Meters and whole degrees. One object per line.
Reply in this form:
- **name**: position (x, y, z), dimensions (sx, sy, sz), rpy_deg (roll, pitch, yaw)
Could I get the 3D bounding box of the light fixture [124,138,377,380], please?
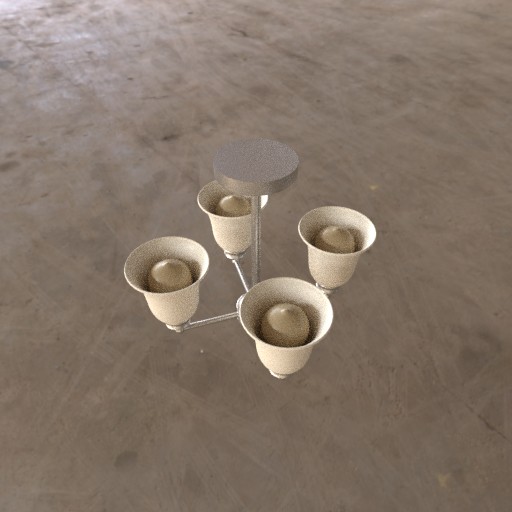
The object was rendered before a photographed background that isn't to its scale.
- **light fixture**: position (0.000, 0.000, 0.749), dimensions (0.427, 0.370, 0.427), rpy_deg (-12, 44, -13)
